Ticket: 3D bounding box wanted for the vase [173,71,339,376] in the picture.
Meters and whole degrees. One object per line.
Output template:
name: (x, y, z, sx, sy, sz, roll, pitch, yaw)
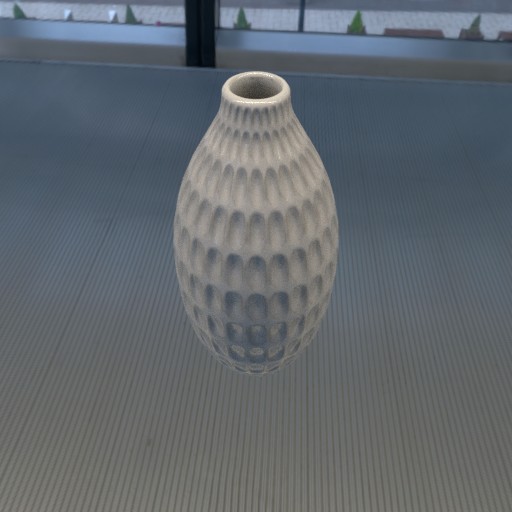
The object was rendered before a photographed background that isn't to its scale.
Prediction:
vase: (0.000, 0.000, 0.351, 0.127, 0.282, 0.127, 0, 47, 0)
